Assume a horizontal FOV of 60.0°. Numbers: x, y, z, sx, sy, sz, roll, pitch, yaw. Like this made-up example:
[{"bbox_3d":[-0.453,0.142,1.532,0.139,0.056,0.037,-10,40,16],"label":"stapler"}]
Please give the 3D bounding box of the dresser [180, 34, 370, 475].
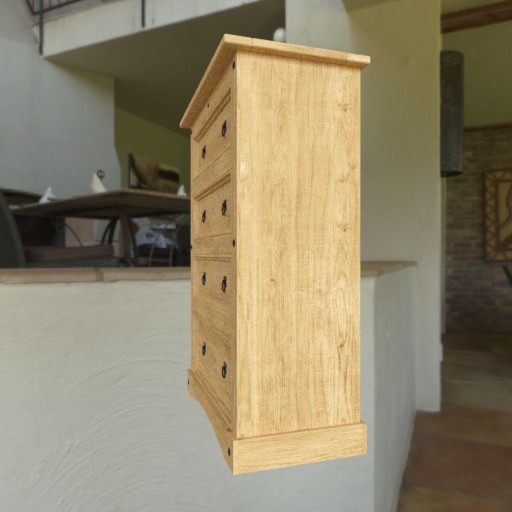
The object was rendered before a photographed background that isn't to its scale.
[{"bbox_3d":[0.000,0.000,1.794,0.485,1.300,0.915,0,0,-18],"label":"dresser"}]
